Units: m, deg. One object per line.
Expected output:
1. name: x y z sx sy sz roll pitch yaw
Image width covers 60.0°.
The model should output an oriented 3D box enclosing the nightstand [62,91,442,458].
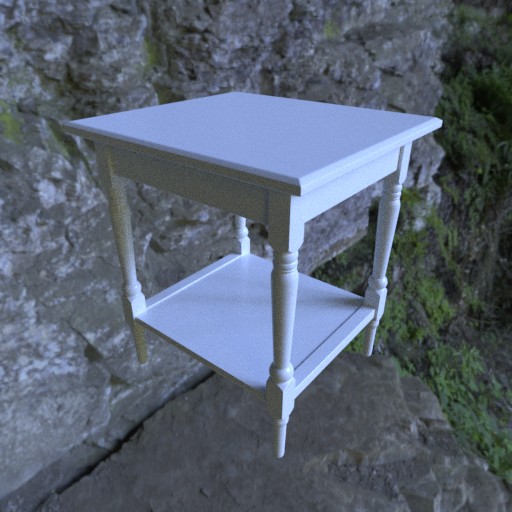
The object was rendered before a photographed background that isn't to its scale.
1. nightstand: 0.000 0.000 0.923 0.505 0.555 0.459 21 35 34
